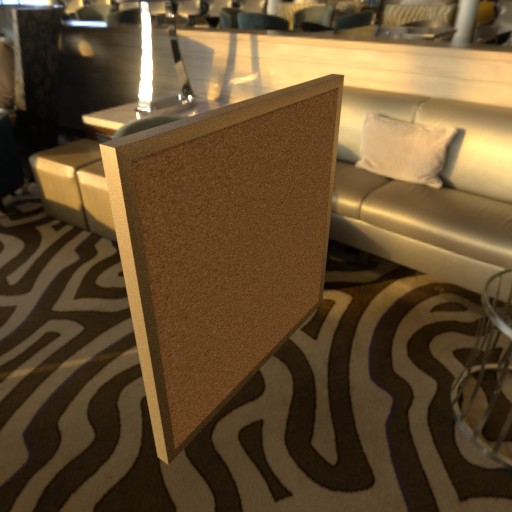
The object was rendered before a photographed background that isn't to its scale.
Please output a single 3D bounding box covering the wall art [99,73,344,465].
[{"bbox_3d":[0.000,0.000,1.126,0.036,0.765,0.767,20,37,30],"label":"wall art"}]
